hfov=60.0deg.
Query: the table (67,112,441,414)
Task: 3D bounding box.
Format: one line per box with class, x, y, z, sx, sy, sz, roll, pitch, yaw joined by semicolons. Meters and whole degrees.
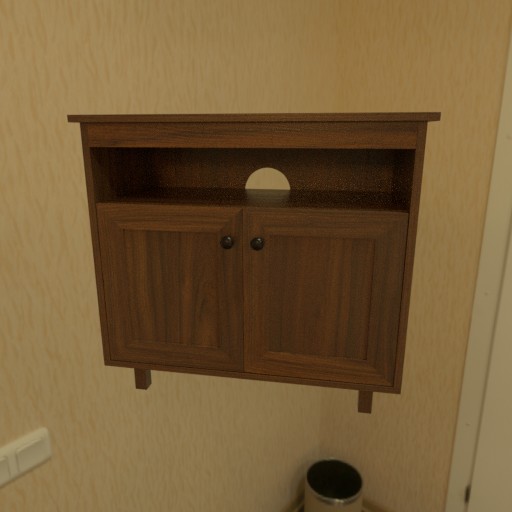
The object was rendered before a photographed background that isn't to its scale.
table;0.000;0.000;1.207;0.802;0.725;0.390;3;16;10
